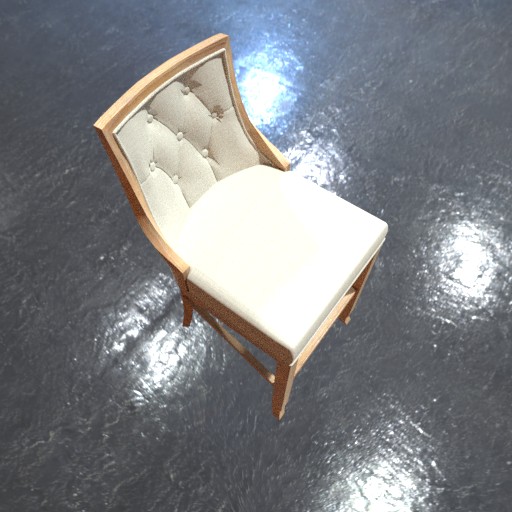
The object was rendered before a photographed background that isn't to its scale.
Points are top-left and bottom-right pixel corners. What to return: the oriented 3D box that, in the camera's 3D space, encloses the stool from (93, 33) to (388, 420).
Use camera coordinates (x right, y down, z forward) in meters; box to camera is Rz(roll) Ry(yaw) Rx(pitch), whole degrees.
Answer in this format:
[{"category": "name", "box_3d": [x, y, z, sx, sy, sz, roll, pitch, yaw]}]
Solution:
[{"category": "stool", "box_3d": [0.000, 0.000, 1.435, 0.626, 1.101, 0.524, 33, 64, 19]}]
